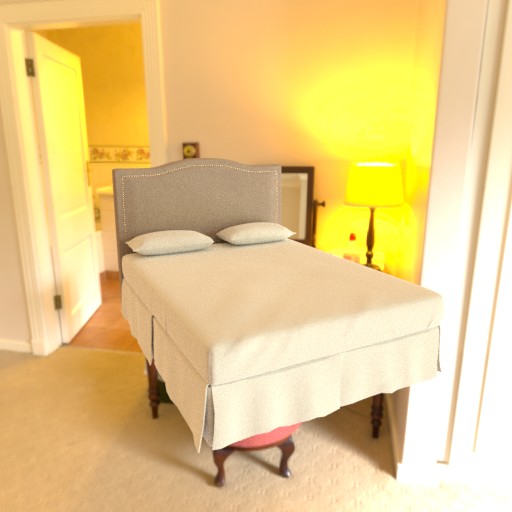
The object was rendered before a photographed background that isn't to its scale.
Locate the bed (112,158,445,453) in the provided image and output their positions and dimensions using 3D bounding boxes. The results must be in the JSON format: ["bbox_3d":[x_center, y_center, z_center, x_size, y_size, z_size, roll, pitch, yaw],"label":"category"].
[{"bbox_3d":[0.000,0.000,3.480,1.821,1.436,2.282,-7,16,-27],"label":"bed"}]
